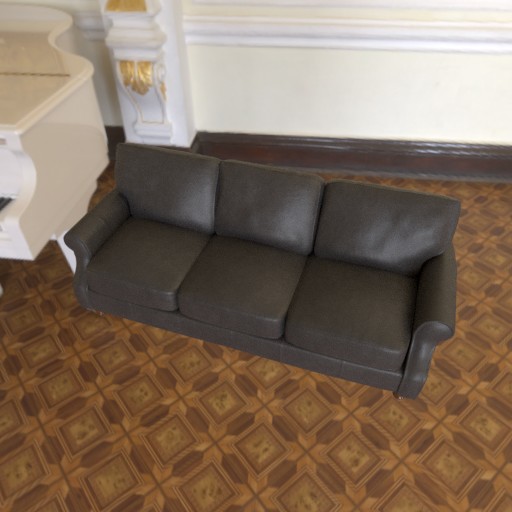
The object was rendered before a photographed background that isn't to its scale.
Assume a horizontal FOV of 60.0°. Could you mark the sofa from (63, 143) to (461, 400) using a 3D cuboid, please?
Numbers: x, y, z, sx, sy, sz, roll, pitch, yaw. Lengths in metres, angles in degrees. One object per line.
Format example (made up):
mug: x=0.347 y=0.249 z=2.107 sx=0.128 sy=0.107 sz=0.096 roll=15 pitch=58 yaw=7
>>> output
sofa: x=0.000 y=0.000 z=2.838 sx=2.387 sy=0.977 sz=0.974 roll=13 pitch=42 yaw=14
